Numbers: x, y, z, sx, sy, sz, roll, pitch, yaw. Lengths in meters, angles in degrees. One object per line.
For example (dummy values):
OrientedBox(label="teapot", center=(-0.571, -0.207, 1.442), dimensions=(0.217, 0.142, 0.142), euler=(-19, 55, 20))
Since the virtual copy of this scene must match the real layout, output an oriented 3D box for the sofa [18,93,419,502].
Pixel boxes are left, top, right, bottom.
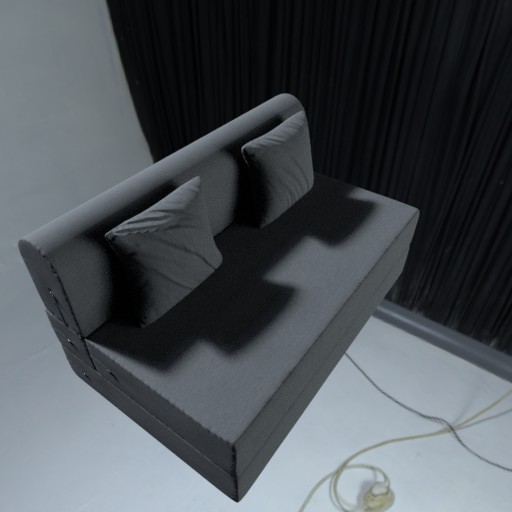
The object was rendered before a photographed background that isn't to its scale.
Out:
OrientedBox(label="sofa", center=(0.000, 0.000, 1.589), dimensions=(0.762, 0.670, 1.225), euler=(26, 47, 26))
